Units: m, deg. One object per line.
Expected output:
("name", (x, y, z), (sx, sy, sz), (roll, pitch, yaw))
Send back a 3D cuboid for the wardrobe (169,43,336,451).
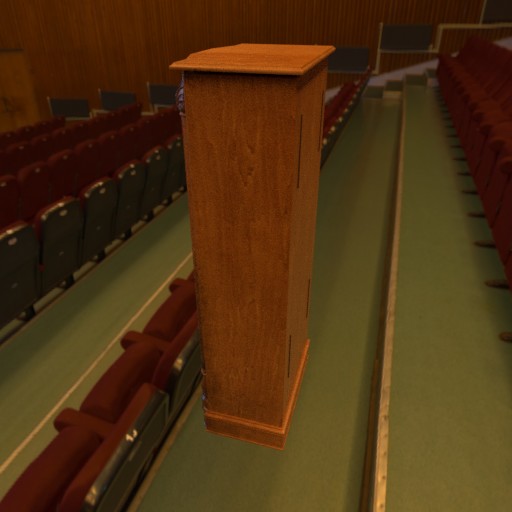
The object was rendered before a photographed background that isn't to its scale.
("wardrobe", (0.000, 0.000, 1.145), (0.273, 0.959, 0.406), (8, 31, 14))
